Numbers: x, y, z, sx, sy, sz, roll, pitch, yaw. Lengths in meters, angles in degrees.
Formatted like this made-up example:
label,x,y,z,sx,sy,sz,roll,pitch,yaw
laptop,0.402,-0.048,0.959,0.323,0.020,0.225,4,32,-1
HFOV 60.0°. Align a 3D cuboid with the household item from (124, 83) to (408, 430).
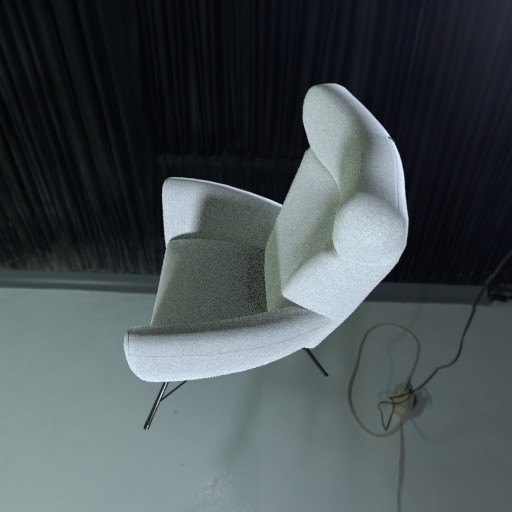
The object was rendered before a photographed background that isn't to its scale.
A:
label,x,y,z,sx,sy,sz,roll,pitch,yaw
household item,0.000,0.000,1.708,0.900,1.050,0.980,-1,41,-1
